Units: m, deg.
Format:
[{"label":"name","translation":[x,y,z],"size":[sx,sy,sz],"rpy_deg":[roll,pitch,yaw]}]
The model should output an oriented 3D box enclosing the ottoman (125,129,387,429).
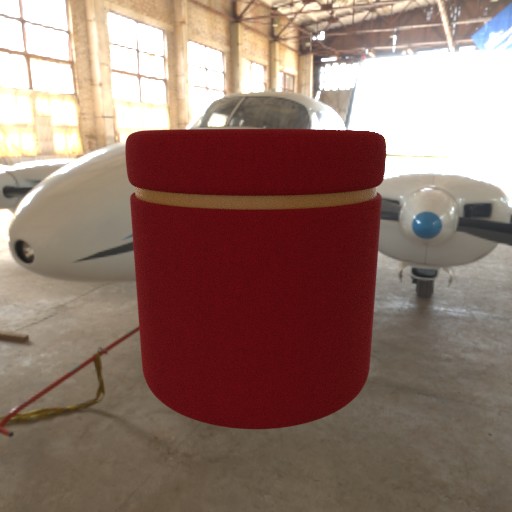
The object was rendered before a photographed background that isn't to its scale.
[{"label":"ottoman","translation":[0.000,0.000,0.749],"size":[0.400,0.406,0.400],"rpy_deg":[0,15,0]}]
